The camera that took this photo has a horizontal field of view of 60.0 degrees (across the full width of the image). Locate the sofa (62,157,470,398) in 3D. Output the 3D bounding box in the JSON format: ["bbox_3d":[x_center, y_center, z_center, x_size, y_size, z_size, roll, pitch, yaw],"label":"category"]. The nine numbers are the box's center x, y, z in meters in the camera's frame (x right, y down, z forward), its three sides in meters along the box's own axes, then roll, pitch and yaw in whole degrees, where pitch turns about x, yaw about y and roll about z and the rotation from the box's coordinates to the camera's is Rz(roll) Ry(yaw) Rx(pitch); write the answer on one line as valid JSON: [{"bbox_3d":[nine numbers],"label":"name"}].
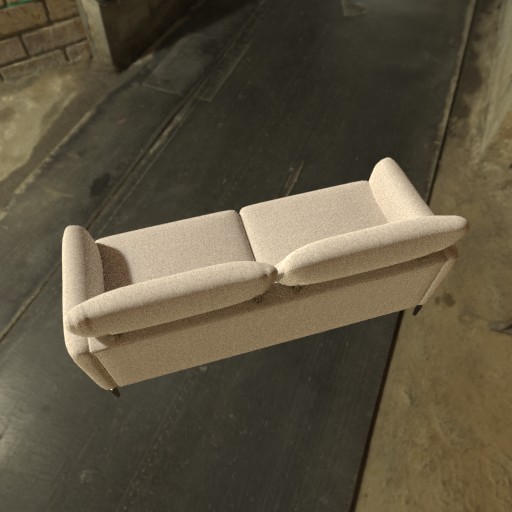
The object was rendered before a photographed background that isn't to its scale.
[{"bbox_3d":[0.000,0.000,2.440,2.015,0.956,0.856,-13,58,-9],"label":"sofa"}]
